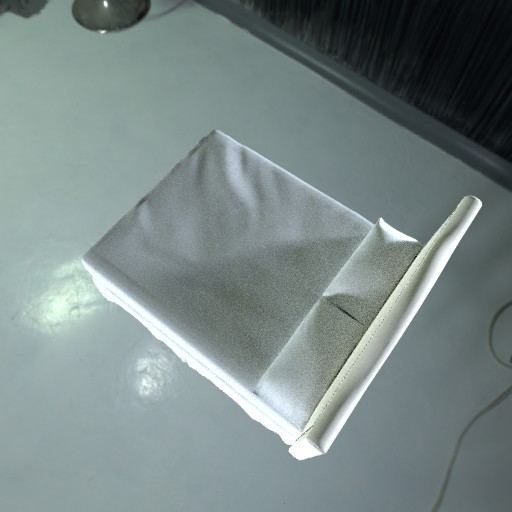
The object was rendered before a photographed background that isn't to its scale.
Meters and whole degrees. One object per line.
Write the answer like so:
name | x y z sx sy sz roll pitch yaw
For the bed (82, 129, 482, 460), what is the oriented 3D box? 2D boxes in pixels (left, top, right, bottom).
bed | 0.000 0.000 3.207 2.143 1.460 1.753 34 69 15
